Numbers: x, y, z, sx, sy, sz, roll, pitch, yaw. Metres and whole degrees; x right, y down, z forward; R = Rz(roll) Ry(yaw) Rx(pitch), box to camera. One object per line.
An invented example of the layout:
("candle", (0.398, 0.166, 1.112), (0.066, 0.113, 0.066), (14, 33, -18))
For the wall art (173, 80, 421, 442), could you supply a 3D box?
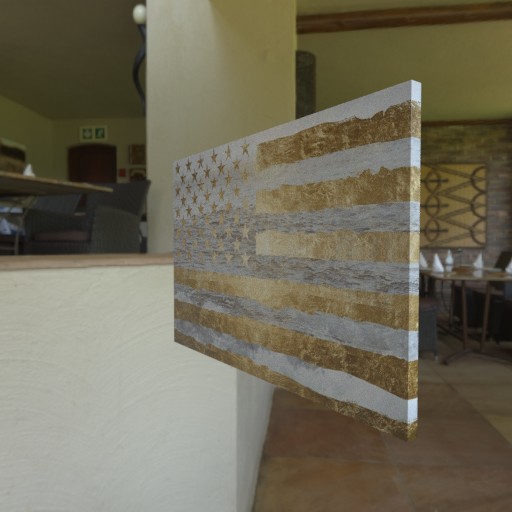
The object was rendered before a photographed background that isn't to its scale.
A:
("wall art", (0.000, 0.000, 1.133), (0.027, 0.610, 0.932), (-1, 2, -35))
